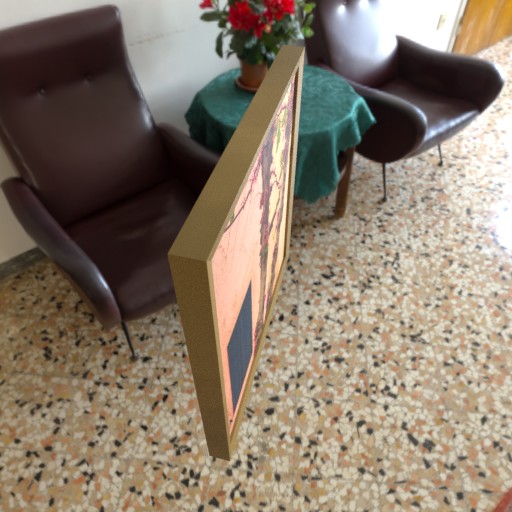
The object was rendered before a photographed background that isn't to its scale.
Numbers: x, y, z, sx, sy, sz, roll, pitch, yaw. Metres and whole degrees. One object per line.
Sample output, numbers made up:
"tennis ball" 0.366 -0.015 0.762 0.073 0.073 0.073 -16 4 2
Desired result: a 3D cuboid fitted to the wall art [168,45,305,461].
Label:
"wall art" 0.000 0.000 0.759 0.038 0.508 0.507 11 47 10
